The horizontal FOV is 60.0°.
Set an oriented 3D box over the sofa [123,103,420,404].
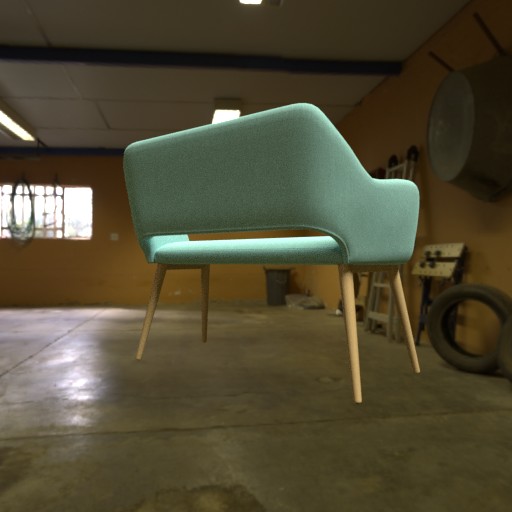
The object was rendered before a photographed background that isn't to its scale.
[{"bbox_3d":[0.000,0.000,1.662,1.150,0.840,0.610,0,-1,36],"label":"sofa"}]
